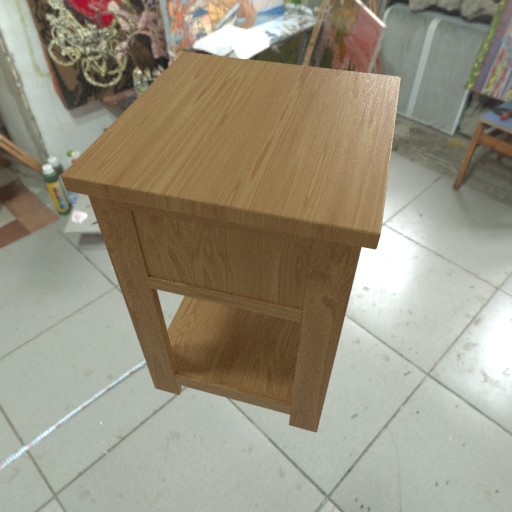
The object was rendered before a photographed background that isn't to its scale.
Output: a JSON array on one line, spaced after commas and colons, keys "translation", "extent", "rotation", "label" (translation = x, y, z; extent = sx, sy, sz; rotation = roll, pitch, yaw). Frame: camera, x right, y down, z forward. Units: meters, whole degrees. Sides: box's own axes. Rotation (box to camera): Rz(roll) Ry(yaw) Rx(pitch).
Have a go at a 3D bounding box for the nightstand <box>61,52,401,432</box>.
[{"translation": [0.000, 0.000, 0.909], "extent": [0.418, 0.614, 0.428], "rotation": [11, 47, 11], "label": "nightstand"}]
